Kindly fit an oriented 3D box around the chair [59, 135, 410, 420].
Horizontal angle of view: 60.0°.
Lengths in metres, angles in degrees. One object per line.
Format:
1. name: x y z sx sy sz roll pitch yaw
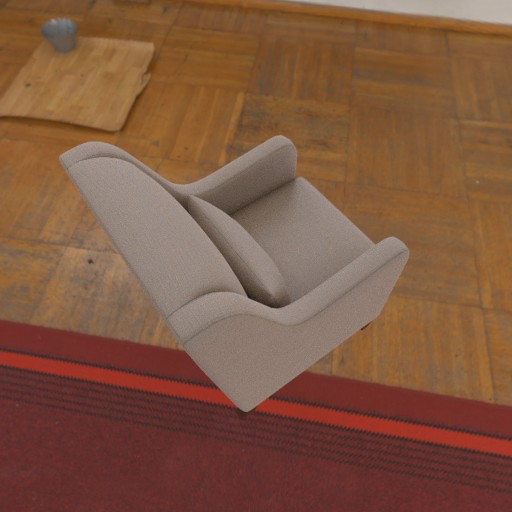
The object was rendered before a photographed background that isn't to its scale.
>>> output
1. chair: 0.000 0.000 1.632 0.896 1.017 0.715 -31 62 -19
